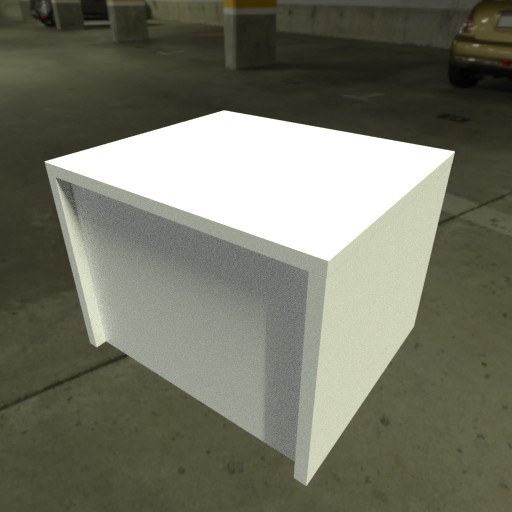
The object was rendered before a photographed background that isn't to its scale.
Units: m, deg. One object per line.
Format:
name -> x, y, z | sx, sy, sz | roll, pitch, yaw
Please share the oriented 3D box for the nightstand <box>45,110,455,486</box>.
nightstand -> 0.000, 0.000, 0.760 | 0.470, 0.351, 0.408 | 21, 36, 31
